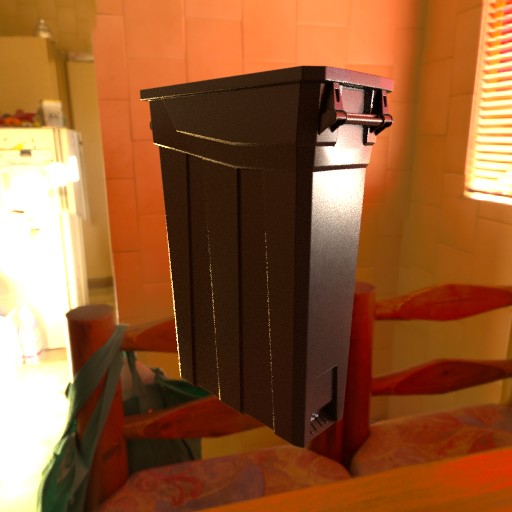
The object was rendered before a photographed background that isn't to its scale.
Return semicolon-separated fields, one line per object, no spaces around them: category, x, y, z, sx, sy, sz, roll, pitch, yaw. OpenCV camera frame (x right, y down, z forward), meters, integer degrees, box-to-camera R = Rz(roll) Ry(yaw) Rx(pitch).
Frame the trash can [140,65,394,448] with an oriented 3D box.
trash can;0.000;0.000;1.058;0.559;0.762;0.281;14;20;43
